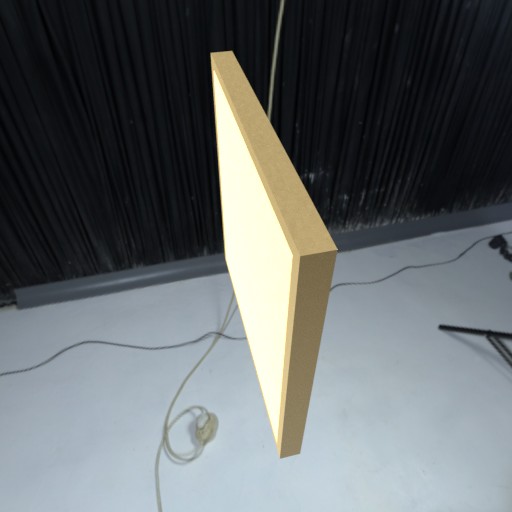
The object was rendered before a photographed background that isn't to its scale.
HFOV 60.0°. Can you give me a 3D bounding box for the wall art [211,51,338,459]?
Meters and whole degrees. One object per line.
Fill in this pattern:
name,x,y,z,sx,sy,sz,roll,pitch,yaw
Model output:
wall art,0.000,0.000,1.962,0.095,1.284,1.284,-10,46,-10
